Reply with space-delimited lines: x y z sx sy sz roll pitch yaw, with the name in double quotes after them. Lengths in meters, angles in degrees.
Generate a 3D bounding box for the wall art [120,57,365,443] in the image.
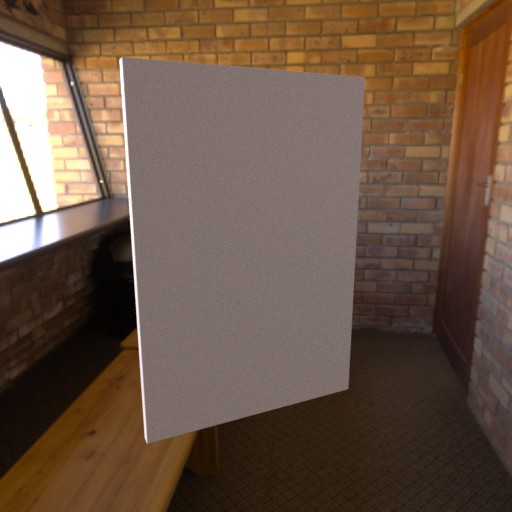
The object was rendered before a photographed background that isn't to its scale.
0.000 0.000 1.501 0.808 1.183 0.038 -6 15 -24 "wall art"
